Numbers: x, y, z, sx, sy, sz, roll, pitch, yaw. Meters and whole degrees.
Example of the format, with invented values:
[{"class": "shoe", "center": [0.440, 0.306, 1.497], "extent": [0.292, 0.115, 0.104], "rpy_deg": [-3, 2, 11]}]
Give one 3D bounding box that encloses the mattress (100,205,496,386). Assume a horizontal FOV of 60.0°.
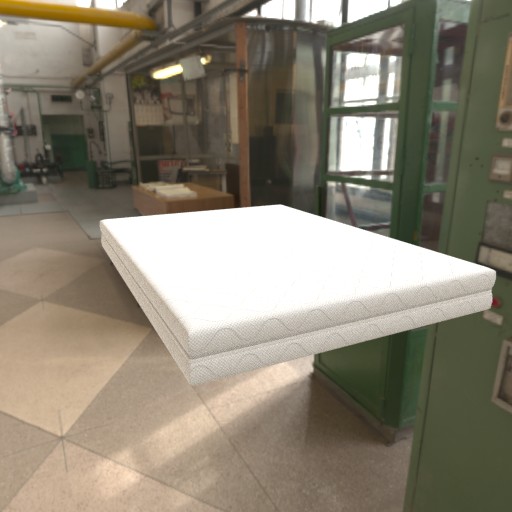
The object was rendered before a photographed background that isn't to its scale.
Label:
[{"class": "mattress", "center": [0.000, 0.000, 2.465], "extent": [1.400, 0.200, 1.900], "rpy_deg": [-8, 18, -25]}]
